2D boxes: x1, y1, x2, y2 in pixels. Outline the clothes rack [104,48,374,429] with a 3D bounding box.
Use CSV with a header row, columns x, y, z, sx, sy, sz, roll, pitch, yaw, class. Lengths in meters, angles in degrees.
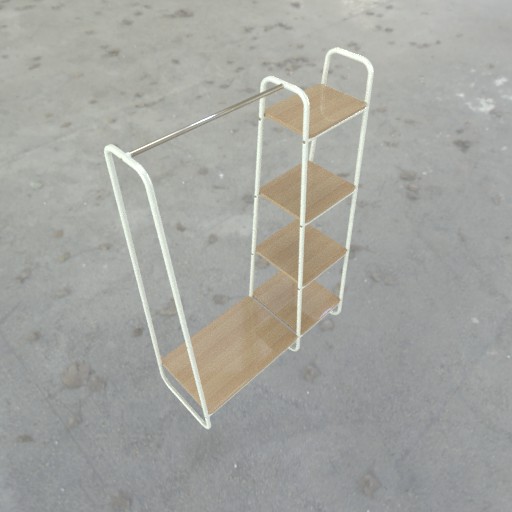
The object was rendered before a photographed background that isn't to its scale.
x,y,z,sx,sy,sz,roll,pitch,yaw,class
0.000,0.000,1.972,1.011,1.500,0.400,-35,55,-29,clothes rack
